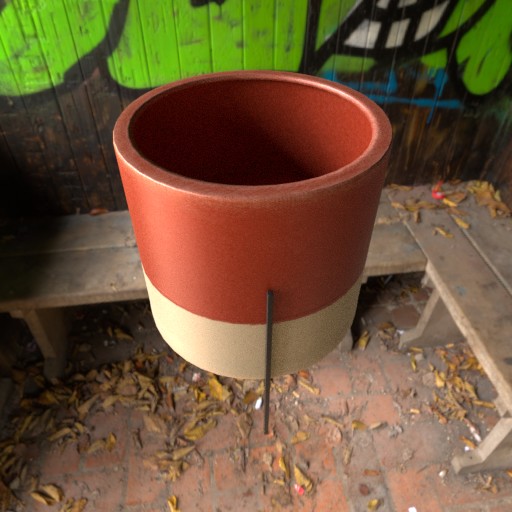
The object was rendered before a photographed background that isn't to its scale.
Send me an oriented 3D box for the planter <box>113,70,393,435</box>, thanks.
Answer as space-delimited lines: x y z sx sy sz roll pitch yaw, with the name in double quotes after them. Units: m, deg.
0.000 0.000 0.709 0.354 0.465 0.345 -26 49 -26 "planter"
